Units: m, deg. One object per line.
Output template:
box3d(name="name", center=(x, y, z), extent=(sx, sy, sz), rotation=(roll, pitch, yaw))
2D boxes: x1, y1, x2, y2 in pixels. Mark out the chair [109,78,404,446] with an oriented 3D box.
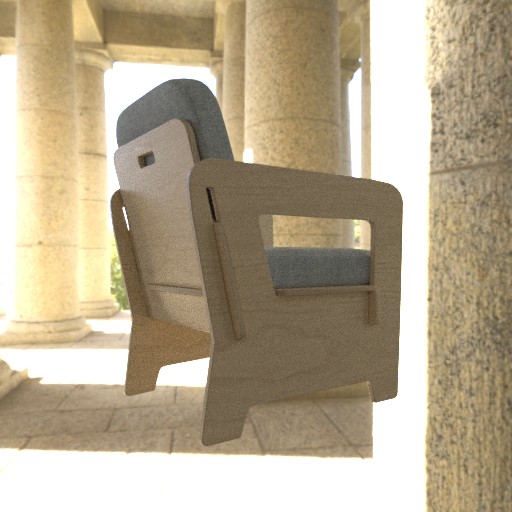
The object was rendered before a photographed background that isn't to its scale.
box3d(name="chair", center=(0.000, 0.000, 1.286), extent=(0.710, 0.800, 0.590), rotation=(0, 0, -38))
